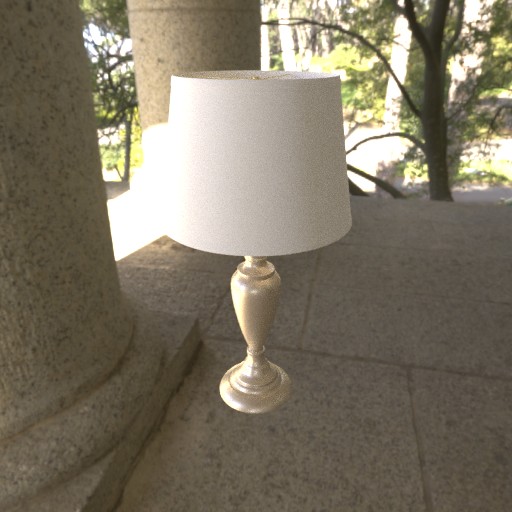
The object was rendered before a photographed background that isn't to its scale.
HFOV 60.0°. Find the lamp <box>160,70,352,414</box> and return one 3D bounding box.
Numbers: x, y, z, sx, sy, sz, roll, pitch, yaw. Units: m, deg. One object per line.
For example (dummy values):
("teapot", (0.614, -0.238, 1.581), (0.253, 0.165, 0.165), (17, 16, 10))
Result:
("lamp", (0.000, 0.000, 0.805), (0.328, 0.612, 0.328), (0, 25, 0))
